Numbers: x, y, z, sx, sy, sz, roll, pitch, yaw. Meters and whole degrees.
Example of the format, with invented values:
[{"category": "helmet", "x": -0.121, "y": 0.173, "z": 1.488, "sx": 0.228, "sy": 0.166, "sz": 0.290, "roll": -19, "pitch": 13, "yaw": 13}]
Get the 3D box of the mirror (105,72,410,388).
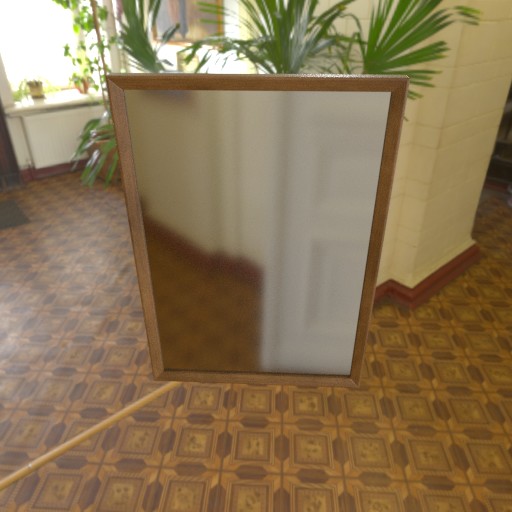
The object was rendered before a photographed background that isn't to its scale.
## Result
[{"category": "mirror", "x": 0.000, "y": 0.000, "z": 0.930, "sx": 0.508, "sy": 0.711, "sz": 0.039, "roll": 1, "pitch": 30, "yaw": 2}]
